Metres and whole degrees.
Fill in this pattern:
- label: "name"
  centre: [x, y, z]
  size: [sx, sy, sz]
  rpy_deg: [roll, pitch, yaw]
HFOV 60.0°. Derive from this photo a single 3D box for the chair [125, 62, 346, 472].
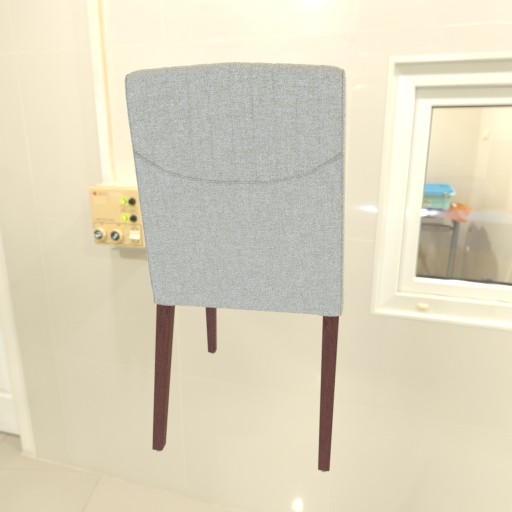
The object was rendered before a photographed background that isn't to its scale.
- label: "chair"
  centre: [0.000, 0.000, 1.206]
  size: [0.480, 0.900, 0.594]
  rpy_deg: [3, 16, 9]
